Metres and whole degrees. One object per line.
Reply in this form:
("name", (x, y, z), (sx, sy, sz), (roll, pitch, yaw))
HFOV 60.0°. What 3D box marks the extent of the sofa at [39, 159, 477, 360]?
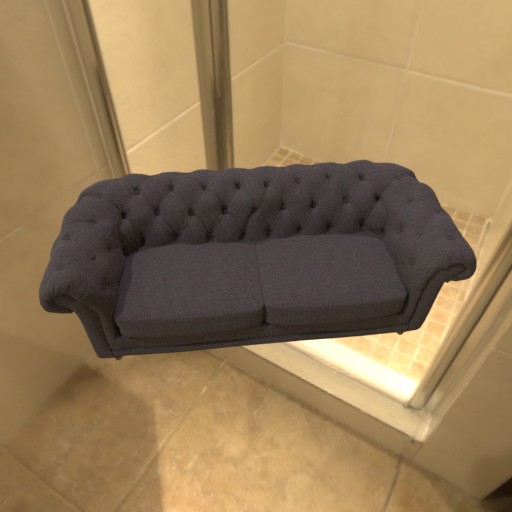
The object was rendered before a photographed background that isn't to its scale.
("sofa", (0.000, 0.000, 2.871), (2.335, 0.836, 1.046), (-4, 46, -4))
